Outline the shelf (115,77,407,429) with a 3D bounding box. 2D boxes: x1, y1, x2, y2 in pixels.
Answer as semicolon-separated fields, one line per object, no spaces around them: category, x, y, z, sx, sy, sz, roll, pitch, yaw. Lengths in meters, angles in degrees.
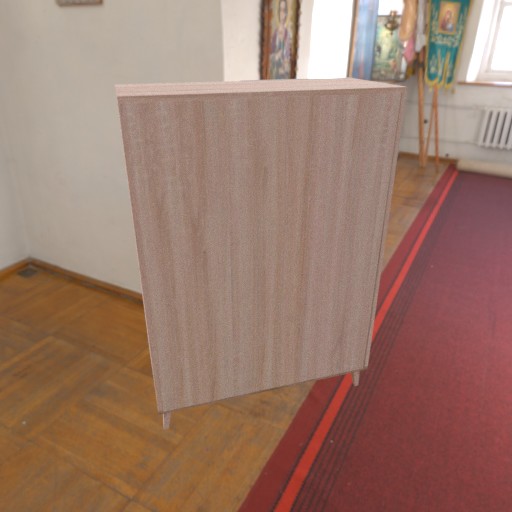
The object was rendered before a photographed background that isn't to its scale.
shelf;0.000;0.000;1.942;0.995;1.405;0.434;-8;27;-15
